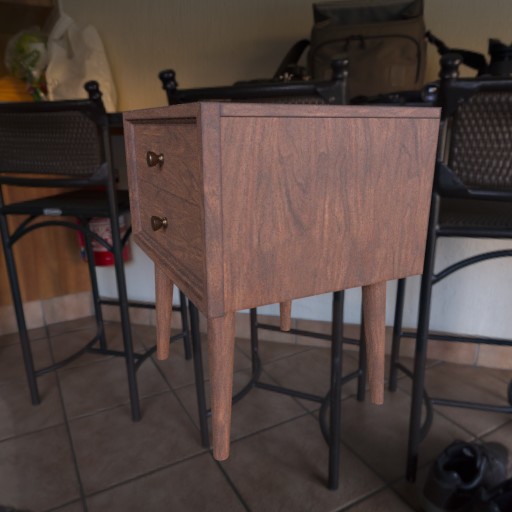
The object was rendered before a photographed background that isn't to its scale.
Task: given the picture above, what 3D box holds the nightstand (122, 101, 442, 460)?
[{"bbox_3d":[0.000,0.000,0.966,0.445,0.607,0.521,-8,18,-26],"label":"nightstand"}]
